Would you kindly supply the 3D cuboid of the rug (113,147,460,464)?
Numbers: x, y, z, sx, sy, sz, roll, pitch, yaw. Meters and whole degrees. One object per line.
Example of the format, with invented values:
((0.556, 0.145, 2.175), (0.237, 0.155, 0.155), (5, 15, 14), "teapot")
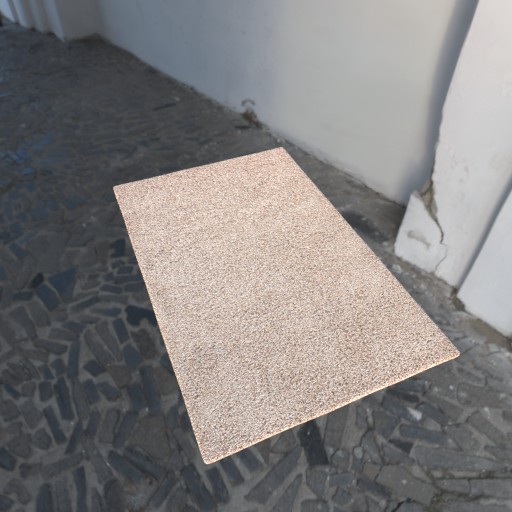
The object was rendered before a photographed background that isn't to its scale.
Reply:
((0.000, 0.000, 3.562), (1.778, 0.030, 2.743), (-17, 48, -16), "rug")
